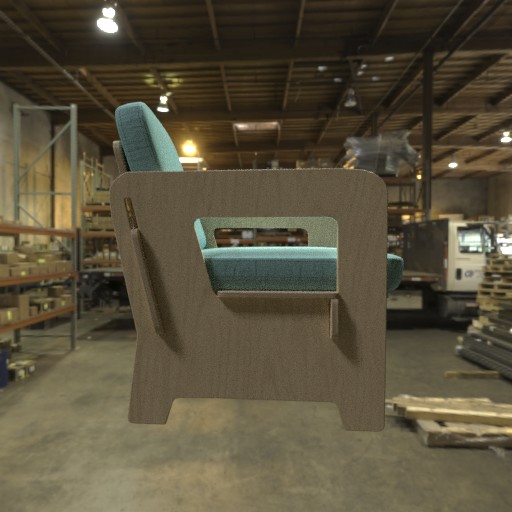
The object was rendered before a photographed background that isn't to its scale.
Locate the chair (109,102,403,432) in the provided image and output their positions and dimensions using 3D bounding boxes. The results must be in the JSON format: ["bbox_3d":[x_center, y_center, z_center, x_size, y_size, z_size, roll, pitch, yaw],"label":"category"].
[{"bbox_3d":[0.000,0.000,1.282,0.710,0.800,0.590,0,1,0],"label":"chair"}]
